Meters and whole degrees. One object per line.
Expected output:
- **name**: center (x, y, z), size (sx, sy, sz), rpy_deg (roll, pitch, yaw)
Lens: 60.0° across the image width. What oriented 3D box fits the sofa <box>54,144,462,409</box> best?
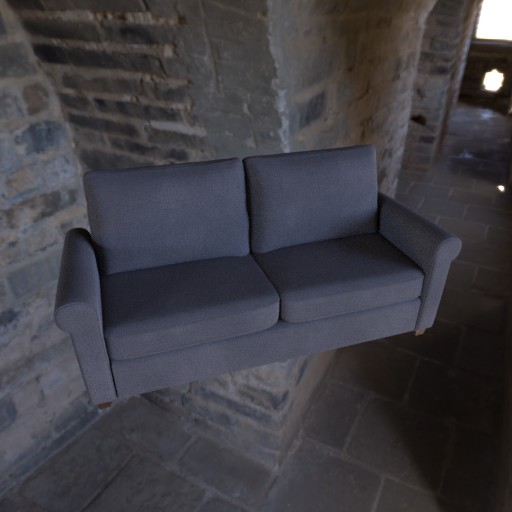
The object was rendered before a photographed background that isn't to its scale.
- **sofa**: center (0.000, 0.000, 2.389), size (1.935, 0.942, 0.842), rpy_deg (-9, 31, -15)
